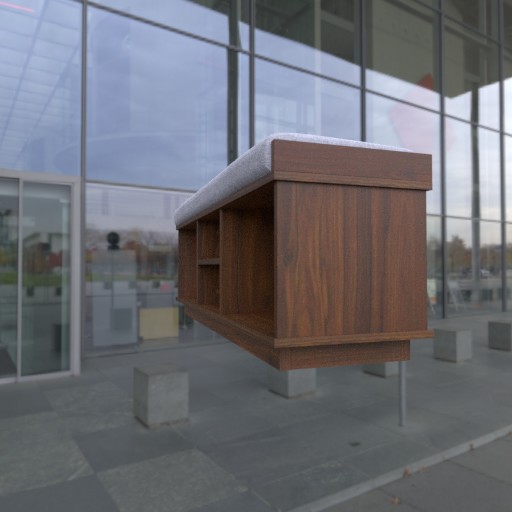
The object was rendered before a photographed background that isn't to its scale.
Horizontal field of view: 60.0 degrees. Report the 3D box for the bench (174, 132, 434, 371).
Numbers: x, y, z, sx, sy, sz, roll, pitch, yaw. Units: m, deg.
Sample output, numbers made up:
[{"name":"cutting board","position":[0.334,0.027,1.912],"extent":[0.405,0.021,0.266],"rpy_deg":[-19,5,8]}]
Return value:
[{"name":"bench","position":[0.000,0.000,1.422],"extent":[0.367,0.468,1.196],"rpy_deg":[0,-1,-19]}]
